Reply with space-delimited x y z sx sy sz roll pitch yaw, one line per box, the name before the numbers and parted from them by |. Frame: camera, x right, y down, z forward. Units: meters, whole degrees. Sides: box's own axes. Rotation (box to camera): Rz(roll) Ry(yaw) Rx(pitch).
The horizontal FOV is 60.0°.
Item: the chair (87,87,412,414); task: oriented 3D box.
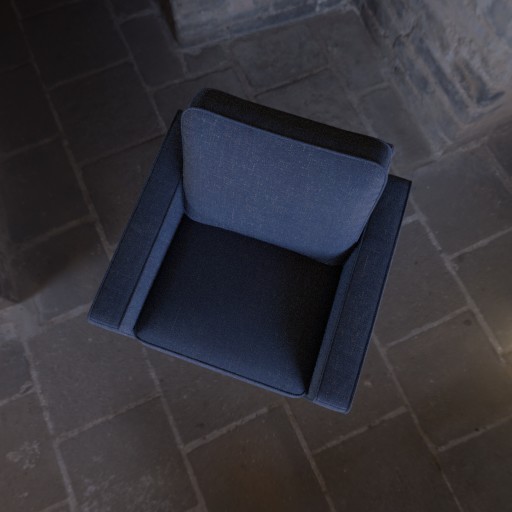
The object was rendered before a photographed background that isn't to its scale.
chair | 0.000 0.000 1.764 1.017 0.919 0.940 18 76 5
